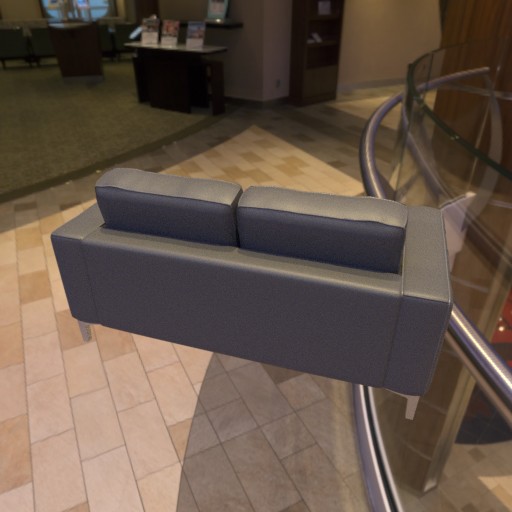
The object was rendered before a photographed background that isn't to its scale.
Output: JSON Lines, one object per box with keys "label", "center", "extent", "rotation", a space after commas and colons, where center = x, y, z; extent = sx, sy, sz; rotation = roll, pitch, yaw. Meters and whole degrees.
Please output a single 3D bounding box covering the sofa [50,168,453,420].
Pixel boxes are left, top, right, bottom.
{"label": "sofa", "center": [0.000, 0.000, 2.183], "extent": [1.726, 0.893, 0.833], "rotation": [9, 32, 15]}
